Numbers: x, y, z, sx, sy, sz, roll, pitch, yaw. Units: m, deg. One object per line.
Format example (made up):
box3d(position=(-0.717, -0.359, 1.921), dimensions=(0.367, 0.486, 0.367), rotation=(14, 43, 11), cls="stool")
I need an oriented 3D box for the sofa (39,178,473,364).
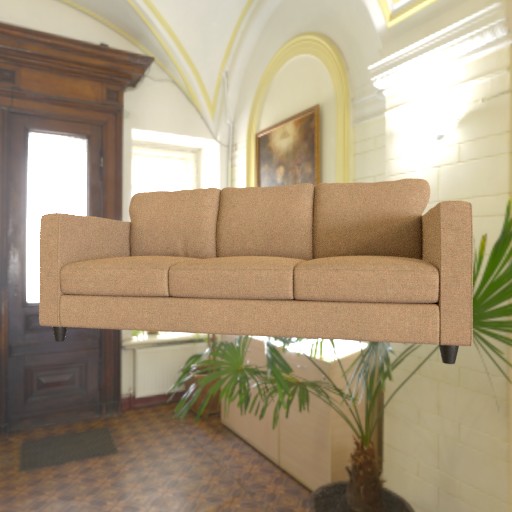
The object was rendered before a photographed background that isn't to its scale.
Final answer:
box3d(position=(0.000, 0.000, 2.260), dimensions=(1.855, 0.800, 0.930), rotation=(0, 0, 15), cls="sofa")
